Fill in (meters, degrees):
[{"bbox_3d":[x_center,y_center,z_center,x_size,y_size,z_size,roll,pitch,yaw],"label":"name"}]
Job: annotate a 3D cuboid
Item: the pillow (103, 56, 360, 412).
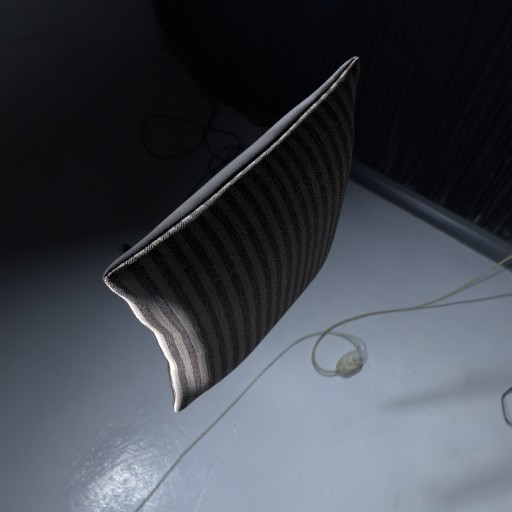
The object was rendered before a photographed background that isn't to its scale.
[{"bbox_3d":[0.000,0.000,0.787,0.166,0.506,0.523,34,63,20],"label":"pillow"}]
